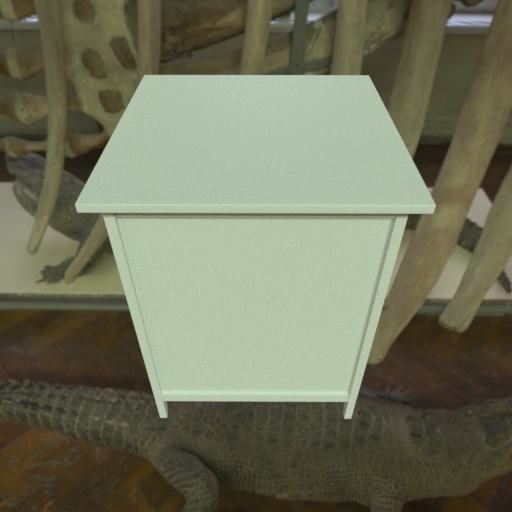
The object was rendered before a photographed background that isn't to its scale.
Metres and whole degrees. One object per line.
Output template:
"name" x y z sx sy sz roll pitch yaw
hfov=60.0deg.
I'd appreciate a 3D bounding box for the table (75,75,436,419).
"table" 0.000 0.000 0.769 0.381 0.483 0.381 0 42 0
